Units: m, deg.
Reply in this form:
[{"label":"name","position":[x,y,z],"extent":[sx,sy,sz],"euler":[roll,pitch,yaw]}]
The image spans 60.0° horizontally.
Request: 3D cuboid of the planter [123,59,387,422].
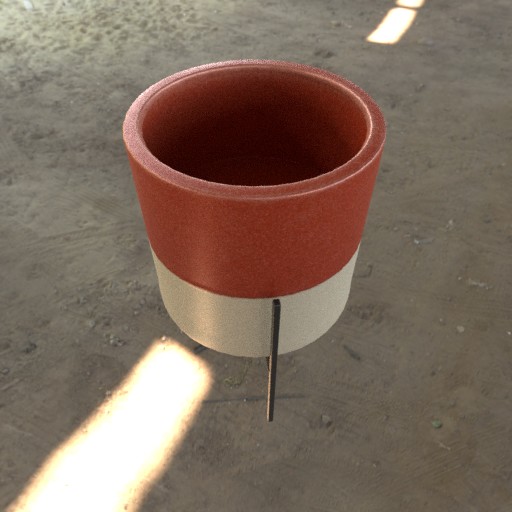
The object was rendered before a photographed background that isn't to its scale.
[{"label":"planter","position":[0.000,0.000,0.520],"extent":[0.235,0.354,0.251],"euler":[-6,47,-5]}]
